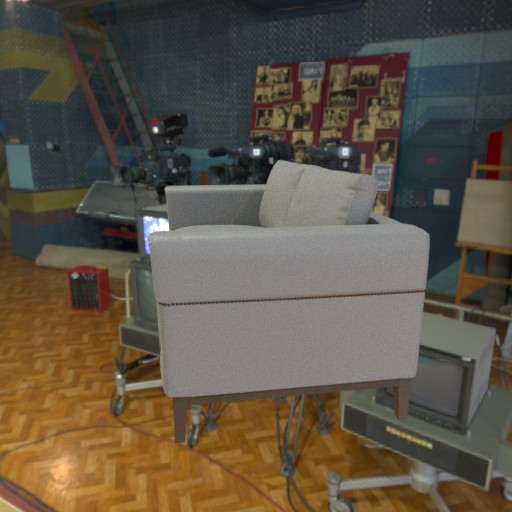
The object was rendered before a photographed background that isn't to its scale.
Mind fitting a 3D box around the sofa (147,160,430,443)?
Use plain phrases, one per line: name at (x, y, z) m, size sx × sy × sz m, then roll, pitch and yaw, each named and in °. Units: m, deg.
sofa at (0.000, 0.000, 2.164) m, size 0.899 × 0.873 × 1.598 m, roll -2°, pitch 15°, yaw -9°
